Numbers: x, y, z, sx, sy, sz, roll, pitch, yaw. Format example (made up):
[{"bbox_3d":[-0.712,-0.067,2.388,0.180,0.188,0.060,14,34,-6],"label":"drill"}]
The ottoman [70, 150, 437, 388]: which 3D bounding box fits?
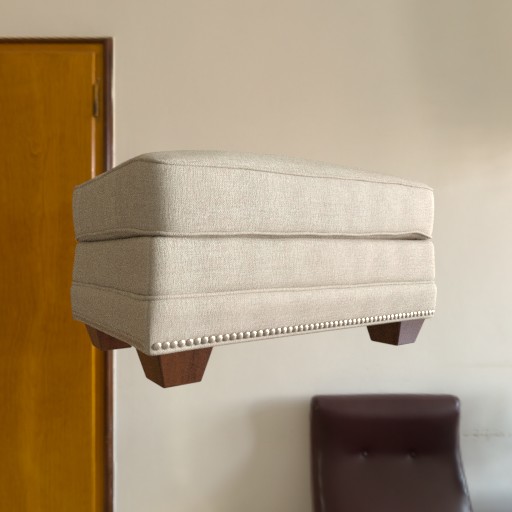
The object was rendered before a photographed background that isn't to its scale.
[{"bbox_3d":[0.000,0.000,1.149,0.813,0.458,0.559,0,0,-35],"label":"ottoman"}]
